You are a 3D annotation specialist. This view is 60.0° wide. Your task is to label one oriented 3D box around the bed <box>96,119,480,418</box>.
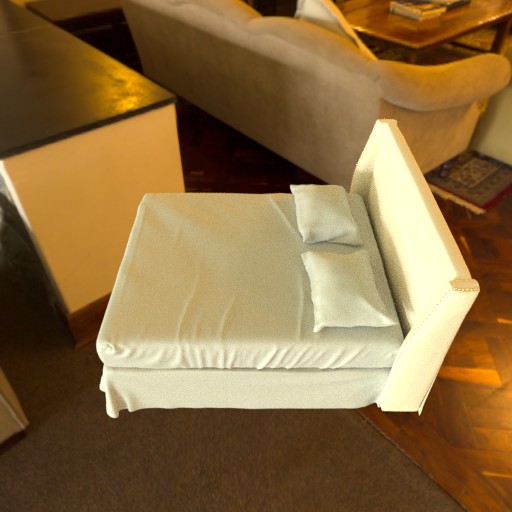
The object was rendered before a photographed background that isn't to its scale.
[{"bbox_3d":[0.000,0.000,3.342,2.276,1.332,1.925,0,43,0],"label":"bed"}]
